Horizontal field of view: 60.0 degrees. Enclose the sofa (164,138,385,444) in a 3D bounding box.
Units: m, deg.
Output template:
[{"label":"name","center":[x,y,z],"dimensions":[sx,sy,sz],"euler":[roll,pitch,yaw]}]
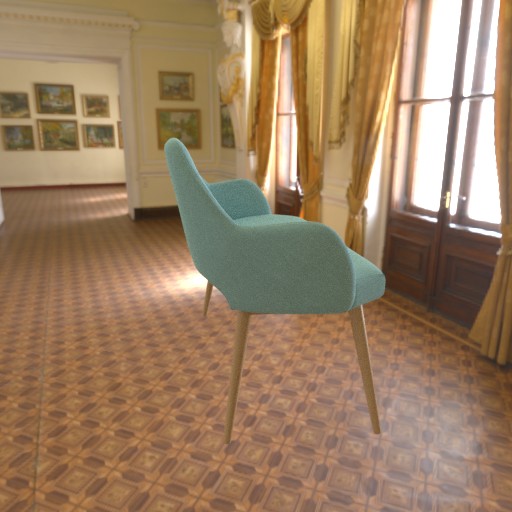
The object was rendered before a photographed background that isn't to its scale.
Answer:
[{"label":"sofa","center":[0.000,0.000,1.635],"dimensions":[0.610,0.840,1.150],"euler":[-3,15,-10]}]
